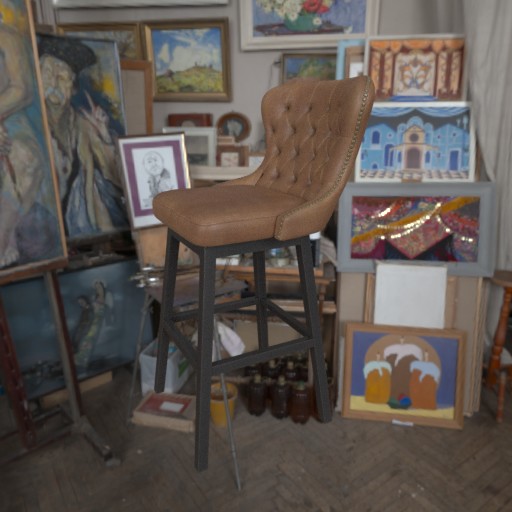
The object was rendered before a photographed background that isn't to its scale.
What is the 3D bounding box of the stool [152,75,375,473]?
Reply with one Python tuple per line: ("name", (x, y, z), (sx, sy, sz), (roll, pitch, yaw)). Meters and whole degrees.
("stool", (0.000, 0.000, 1.389), (0.601, 1.050, 0.528), (-9, 20, -27))
